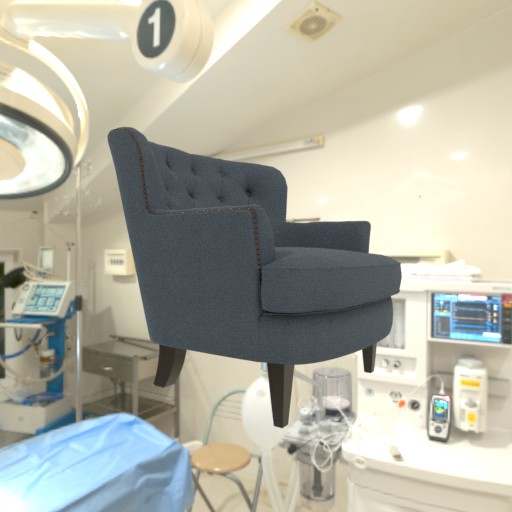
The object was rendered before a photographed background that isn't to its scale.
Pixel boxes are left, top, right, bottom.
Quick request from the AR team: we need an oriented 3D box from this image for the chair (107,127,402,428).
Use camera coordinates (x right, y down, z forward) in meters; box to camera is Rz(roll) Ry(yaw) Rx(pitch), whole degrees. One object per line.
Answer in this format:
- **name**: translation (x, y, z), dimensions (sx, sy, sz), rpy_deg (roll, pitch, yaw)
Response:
- **chair**: translation (0.000, 0.000, 1.565), dimensions (0.906, 0.868, 0.848), rpy_deg (1, 1, 35)
